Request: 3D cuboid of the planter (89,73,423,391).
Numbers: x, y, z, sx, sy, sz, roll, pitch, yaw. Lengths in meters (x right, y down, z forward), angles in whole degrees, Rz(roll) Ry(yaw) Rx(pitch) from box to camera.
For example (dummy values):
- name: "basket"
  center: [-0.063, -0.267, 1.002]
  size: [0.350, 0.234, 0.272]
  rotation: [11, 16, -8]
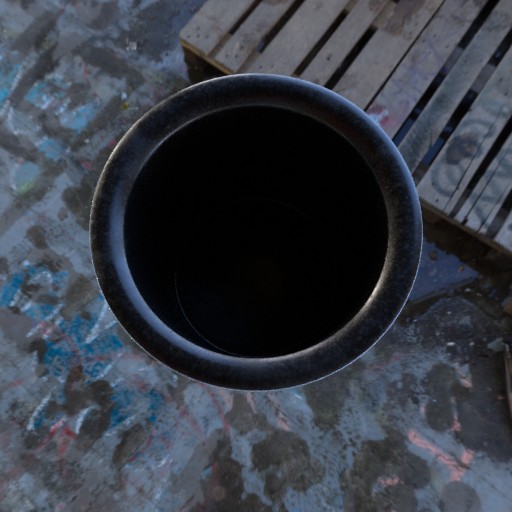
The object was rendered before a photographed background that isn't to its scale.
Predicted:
- name: "planter"
  center: [0.000, 0.000, 0.283]
  size: [0.160, 0.156, 0.160]
  rotation: [0, 76, 0]
